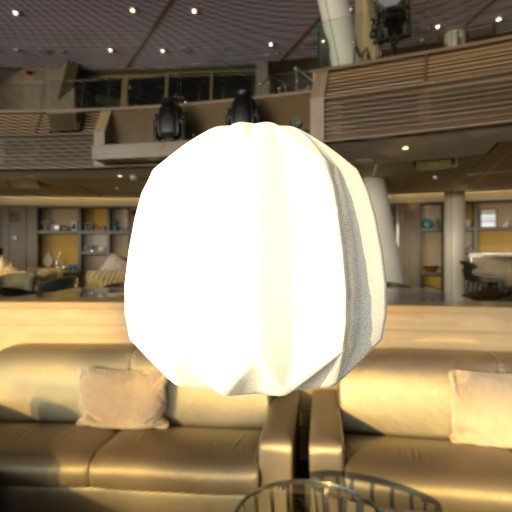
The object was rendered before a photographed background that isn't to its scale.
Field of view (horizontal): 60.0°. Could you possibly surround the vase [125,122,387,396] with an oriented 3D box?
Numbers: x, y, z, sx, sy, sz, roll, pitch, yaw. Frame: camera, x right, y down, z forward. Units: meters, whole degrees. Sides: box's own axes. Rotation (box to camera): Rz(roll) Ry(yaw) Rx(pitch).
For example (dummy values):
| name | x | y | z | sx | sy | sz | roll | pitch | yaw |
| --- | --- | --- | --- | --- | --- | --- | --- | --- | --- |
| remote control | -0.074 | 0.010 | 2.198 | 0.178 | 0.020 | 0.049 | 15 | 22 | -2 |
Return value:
| name | x | y | z | sx | sy | sz | roll | pitch | yaw |
| --- | --- | --- | --- | --- | --- | --- | --- | --- | --- |
| vase | 0.000 | 0.000 | 0.244 | 0.139 | 0.134 | 0.139 | 0 | 0 | 0 |
